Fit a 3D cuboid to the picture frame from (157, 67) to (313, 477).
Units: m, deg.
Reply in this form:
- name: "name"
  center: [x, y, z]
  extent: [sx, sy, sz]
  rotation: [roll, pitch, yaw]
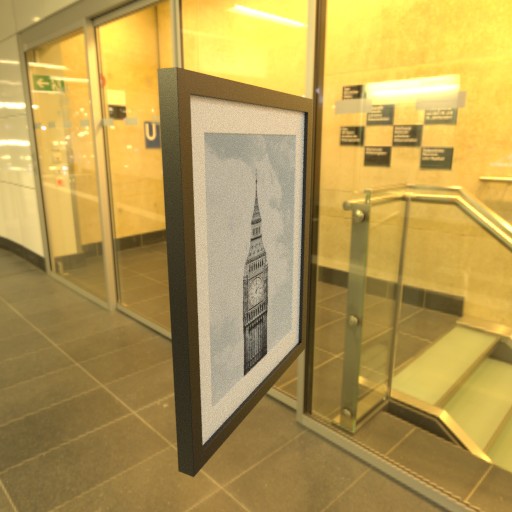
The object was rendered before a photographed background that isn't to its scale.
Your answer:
- name: "picture frame"
  center: [0.000, 0.000, 0.781]
  extent: [0.028, 0.556, 0.460]
  rotation: [7, 16, 26]
